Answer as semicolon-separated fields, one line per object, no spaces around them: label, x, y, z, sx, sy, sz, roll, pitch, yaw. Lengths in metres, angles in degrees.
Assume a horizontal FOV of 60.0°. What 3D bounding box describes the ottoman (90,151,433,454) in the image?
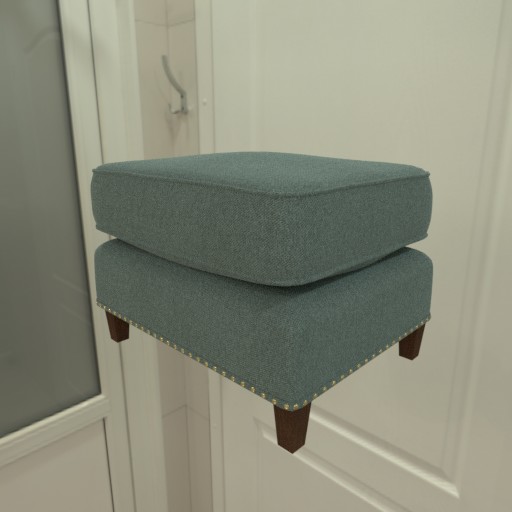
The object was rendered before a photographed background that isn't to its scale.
ottoman;0.000;0.000;1.168;0.738;0.537;0.589;15;22;42
